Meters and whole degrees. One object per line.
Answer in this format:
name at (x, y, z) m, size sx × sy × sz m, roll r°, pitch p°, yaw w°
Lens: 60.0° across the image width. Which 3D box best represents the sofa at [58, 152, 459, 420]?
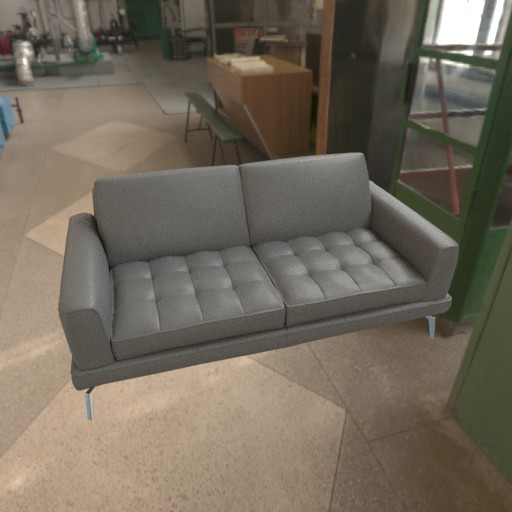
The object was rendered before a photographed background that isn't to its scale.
sofa at (0.000, 0.000, 2.706) m, size 2.177 × 0.930 × 1.121 m, roll -9°, pitch 32°, yaw -14°
